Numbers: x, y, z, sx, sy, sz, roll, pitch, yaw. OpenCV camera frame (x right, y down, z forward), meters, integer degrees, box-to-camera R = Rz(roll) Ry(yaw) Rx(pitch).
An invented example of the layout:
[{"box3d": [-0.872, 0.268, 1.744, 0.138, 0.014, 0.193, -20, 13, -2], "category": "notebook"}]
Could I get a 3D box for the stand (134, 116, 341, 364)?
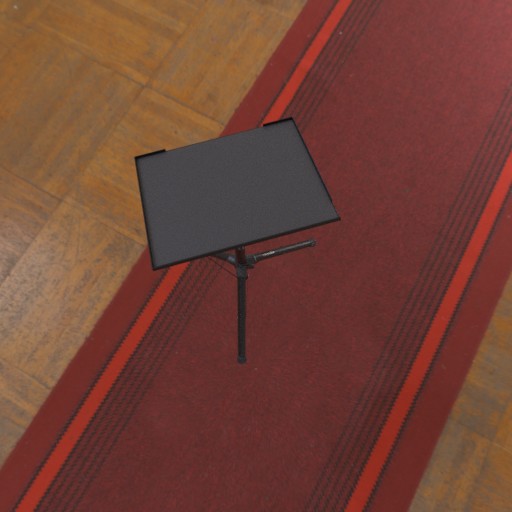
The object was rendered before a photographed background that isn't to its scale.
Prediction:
[{"box3d": [0.000, 0.000, 1.643, 0.702, 1.198, 0.702, -15, 76, -4], "category": "stand"}]
